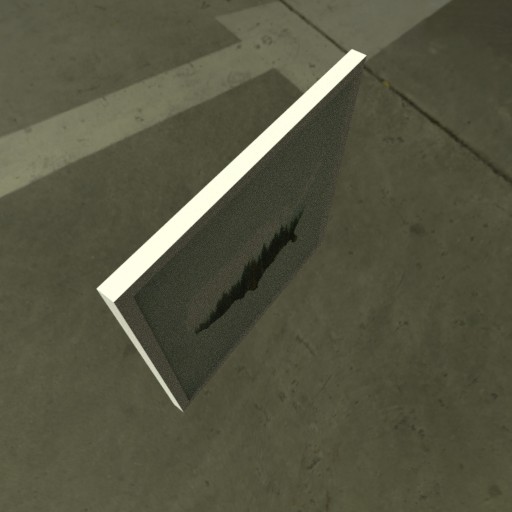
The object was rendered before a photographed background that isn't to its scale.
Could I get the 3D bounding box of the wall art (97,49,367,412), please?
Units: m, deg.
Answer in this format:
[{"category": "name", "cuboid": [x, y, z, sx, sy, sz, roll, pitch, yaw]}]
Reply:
[{"category": "wall art", "cuboid": [0.000, 0.000, 1.161, 0.038, 0.762, 0.762, 33, 64, 18]}]
